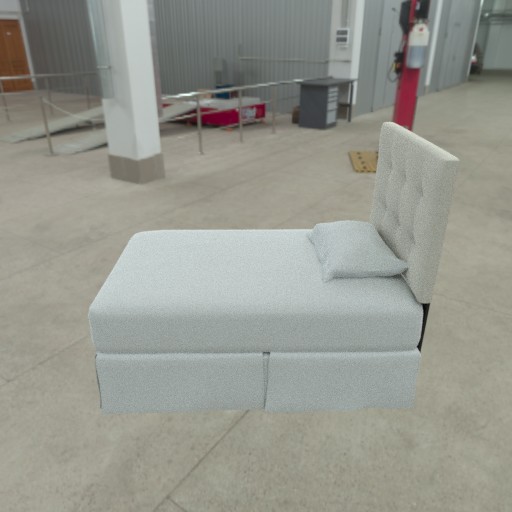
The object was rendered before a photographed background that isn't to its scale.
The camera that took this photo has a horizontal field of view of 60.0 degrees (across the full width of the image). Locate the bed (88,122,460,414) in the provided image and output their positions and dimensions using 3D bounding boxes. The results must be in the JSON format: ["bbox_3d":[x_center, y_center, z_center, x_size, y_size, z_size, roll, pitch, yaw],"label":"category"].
[{"bbox_3d":[0.000,0.000,2.967,1.997,1.571,1.261,0,26,-1],"label":"bed"}]
